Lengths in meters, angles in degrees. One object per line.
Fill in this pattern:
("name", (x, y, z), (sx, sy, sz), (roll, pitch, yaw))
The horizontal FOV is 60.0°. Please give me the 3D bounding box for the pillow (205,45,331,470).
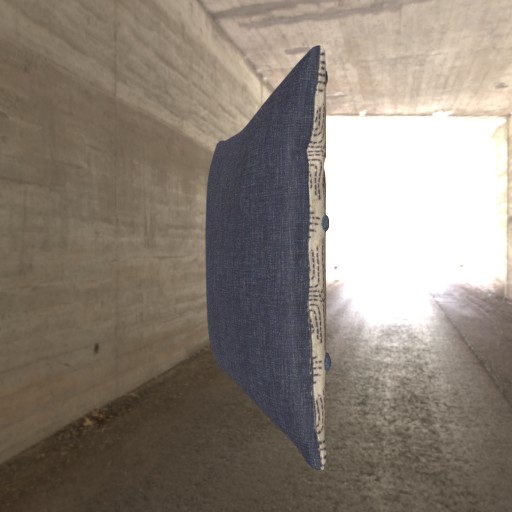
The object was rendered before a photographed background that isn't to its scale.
("pillow", (0.000, 0.000, 0.768), (0.145, 0.510, 0.510), (0, 0, -18))
